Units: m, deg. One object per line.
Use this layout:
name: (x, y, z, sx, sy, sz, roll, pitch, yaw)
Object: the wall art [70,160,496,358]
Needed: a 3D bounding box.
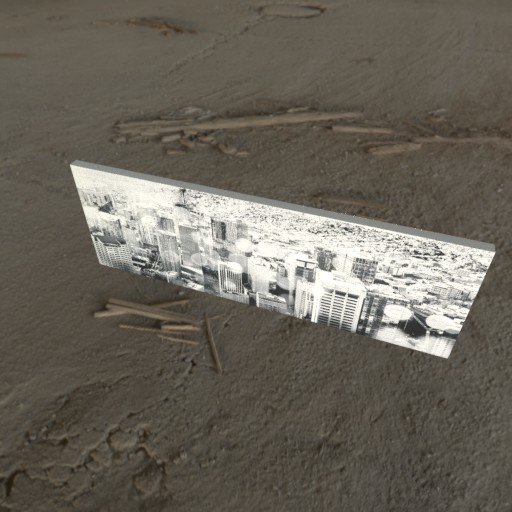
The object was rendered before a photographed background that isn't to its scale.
wall art: (0.000, 0.000, 1.686, 1.520, 0.507, 0.044, 14, 42, 16)
